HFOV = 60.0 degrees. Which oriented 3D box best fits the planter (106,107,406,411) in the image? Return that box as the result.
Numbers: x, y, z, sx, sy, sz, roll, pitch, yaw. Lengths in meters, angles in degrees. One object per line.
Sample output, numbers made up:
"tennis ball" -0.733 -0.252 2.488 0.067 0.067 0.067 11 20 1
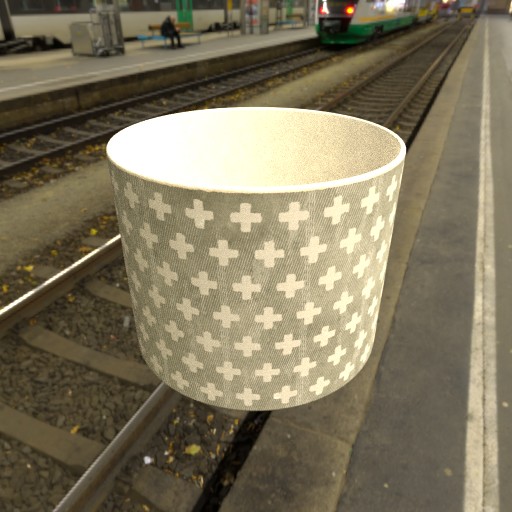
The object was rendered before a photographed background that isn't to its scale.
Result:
"planter" 0.000 0.000 0.443 0.250 0.239 0.250 0 30 0
